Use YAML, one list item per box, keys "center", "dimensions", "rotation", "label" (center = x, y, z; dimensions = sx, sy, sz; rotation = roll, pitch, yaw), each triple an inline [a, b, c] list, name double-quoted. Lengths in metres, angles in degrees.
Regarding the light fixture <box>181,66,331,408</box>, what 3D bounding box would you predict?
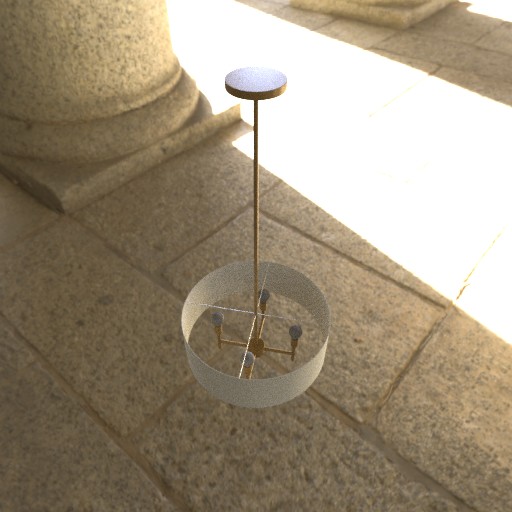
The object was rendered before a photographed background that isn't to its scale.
- center: [0.000, 0.000, 1.322]
  dimensions: [0.508, 1.067, 0.508]
  rotation: [0, 45, 0]
  label: "light fixture"
